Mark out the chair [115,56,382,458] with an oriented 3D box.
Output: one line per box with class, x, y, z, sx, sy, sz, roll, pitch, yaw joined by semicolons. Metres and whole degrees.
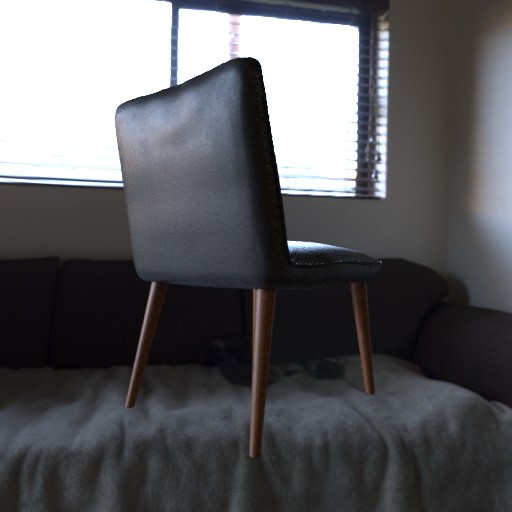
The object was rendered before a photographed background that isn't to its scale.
chair;0.000;0.000;1.230;0.543;0.801;0.645;0;0;36
